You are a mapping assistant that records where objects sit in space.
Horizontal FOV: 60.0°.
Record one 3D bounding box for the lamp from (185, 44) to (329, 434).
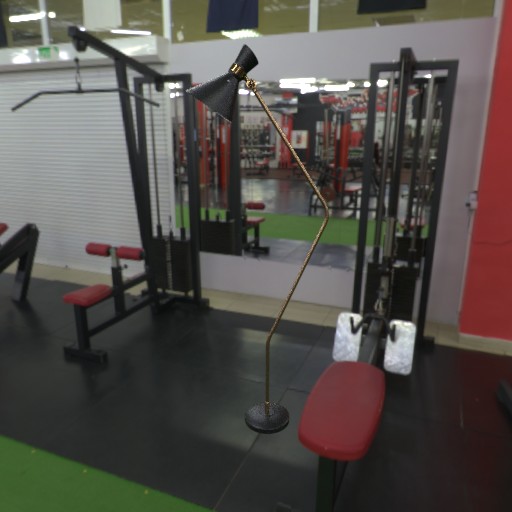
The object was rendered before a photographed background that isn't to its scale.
[{"bbox_3d":[0.000,0.000,1.633,0.467,1.438,0.277,7,17,24],"label":"lamp"}]
